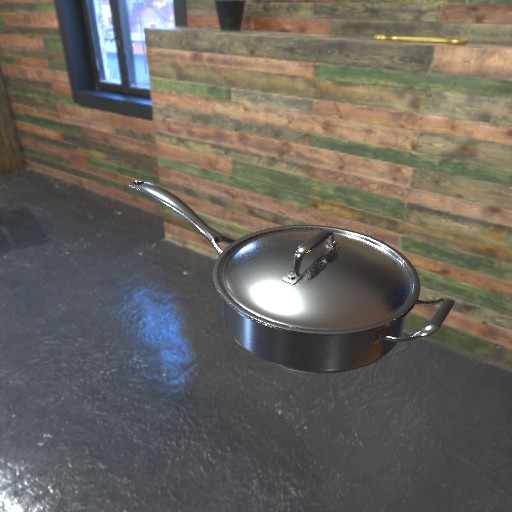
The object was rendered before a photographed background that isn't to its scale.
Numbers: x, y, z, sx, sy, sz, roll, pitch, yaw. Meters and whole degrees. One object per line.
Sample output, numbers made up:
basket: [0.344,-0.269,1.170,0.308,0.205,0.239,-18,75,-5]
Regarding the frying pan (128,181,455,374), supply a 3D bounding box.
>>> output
frying pan: [0.000,0.000,0.590,0.492,0.111,0.245,21,36,32]
